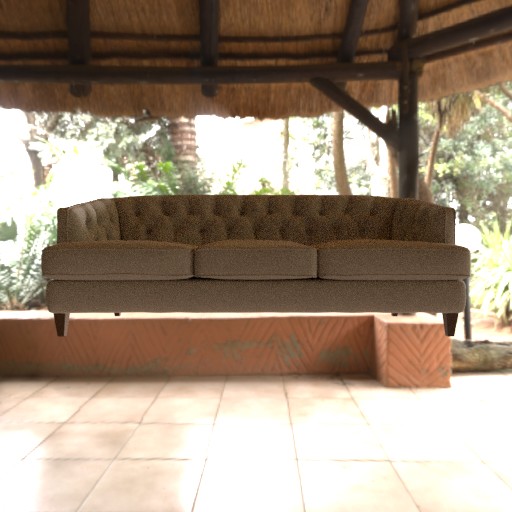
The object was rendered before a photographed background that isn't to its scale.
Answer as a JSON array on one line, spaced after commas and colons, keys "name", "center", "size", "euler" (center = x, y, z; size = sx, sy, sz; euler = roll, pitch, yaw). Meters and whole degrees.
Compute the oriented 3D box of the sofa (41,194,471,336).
[{"name": "sofa", "center": [0.000, 0.000, 2.751], "size": [2.278, 0.855, 0.941], "euler": [0, 1, 0]}]
